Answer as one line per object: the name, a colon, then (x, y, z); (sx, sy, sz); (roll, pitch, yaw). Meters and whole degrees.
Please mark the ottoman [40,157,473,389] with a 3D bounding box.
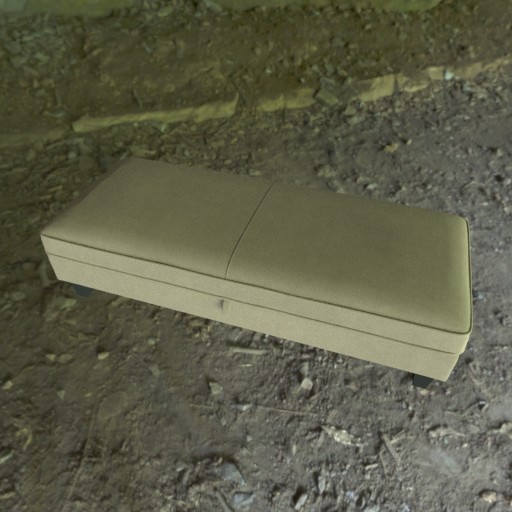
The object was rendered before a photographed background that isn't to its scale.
ottoman: (0.000, 0.000, 1.981); (1.726, 0.460, 0.735); (12, 42, 14)
